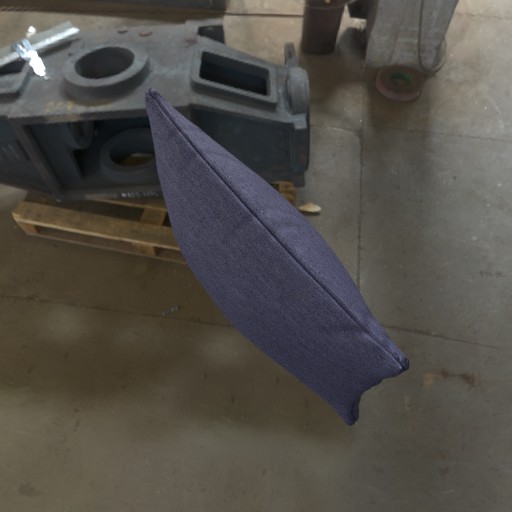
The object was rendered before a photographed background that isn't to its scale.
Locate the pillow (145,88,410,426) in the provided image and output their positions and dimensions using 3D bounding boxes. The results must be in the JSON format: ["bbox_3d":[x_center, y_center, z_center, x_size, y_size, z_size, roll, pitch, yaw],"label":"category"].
[{"bbox_3d":[0.000,0.000,0.804,0.210,0.338,0.633,-33,64,-18],"label":"pillow"}]
